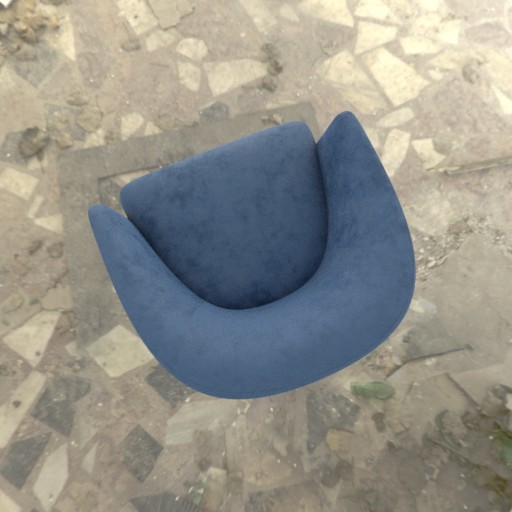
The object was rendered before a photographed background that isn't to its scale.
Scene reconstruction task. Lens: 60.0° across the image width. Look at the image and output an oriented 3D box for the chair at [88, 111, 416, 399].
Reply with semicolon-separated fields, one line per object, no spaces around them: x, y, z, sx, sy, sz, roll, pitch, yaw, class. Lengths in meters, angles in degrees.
0.000;0.000;1.357;0.773;0.698;0.767;-22;77;-5;chair
